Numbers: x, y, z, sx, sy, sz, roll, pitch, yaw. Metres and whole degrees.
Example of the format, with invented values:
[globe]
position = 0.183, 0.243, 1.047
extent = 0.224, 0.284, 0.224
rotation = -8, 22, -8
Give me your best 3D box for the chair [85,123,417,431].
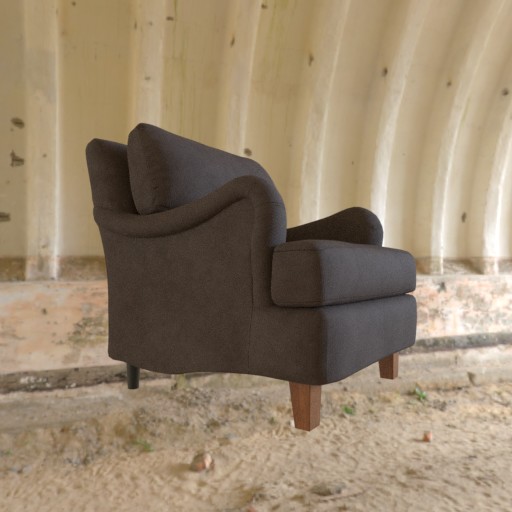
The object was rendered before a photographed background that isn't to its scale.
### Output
[chair]
position = 0.000, 0.000, 1.794
extent = 1.070, 0.997, 0.955
rotation = -1, -2, 35
